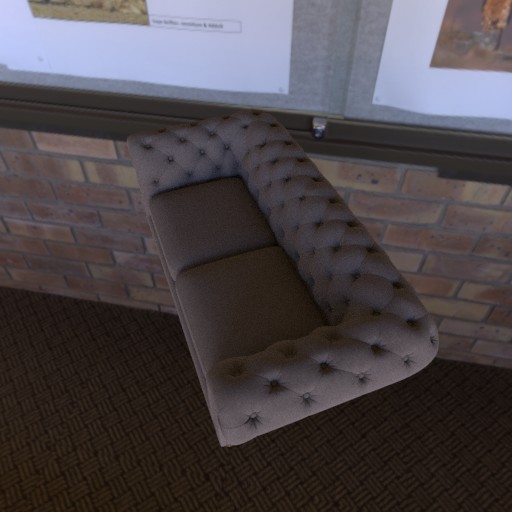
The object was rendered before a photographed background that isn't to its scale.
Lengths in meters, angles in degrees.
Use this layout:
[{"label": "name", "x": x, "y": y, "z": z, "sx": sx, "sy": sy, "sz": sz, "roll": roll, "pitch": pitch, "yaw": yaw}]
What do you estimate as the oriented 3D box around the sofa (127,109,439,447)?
[{"label": "sofa", "x": 0.000, "y": 0.000, "z": 2.461, "sx": 0.986, "sy": 0.764, "sz": 1.998, "roll": -16, "pitch": 49, "yaw": -14}]
